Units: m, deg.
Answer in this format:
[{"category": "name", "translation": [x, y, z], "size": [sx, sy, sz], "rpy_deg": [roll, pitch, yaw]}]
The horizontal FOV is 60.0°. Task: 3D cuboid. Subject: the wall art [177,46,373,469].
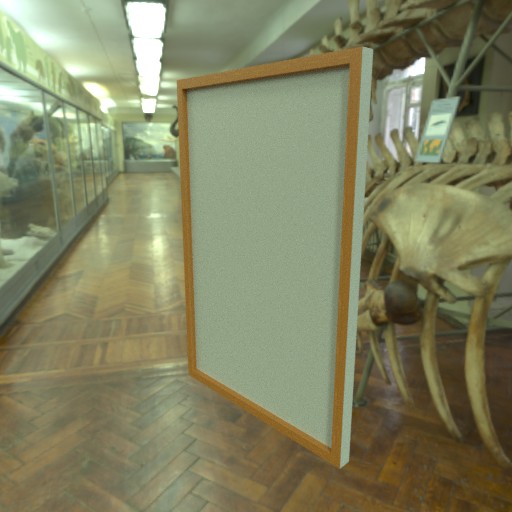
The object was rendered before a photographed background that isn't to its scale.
[{"category": "wall art", "translation": [0.000, 0.000, 0.767], "size": [0.025, 0.608, 0.405], "rpy_deg": [-13, 19, -42]}]
